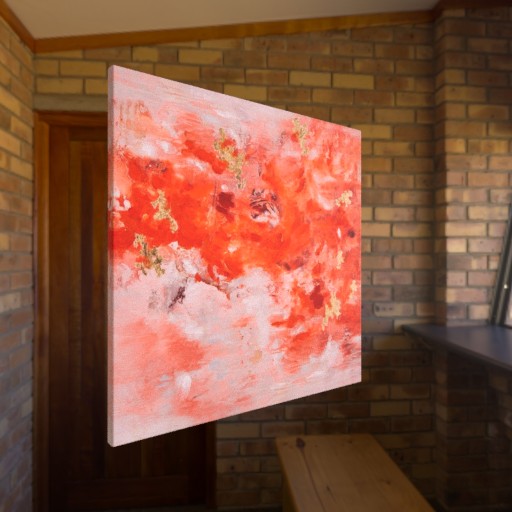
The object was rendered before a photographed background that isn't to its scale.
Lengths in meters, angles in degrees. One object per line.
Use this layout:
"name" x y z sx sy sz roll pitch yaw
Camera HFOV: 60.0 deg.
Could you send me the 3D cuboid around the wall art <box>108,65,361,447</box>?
"wall art" 0.000 0.000 1.306 0.878 0.878 0.066 0 0 -38
